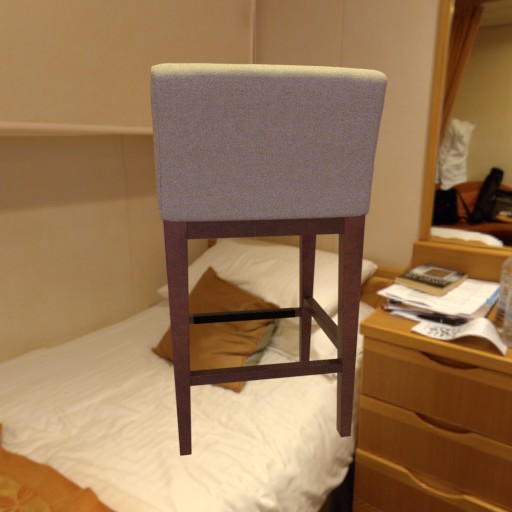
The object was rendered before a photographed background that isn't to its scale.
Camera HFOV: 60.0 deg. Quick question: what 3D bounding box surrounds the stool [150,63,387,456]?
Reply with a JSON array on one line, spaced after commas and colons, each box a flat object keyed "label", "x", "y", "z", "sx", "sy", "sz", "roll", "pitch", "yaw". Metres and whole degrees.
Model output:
[{"label": "stool", "x": 0.000, "y": 0.000, "z": 1.244, "sx": 0.511, "sy": 0.937, "sz": 0.500, "roll": -2, "pitch": 15, "yaw": -10}]
